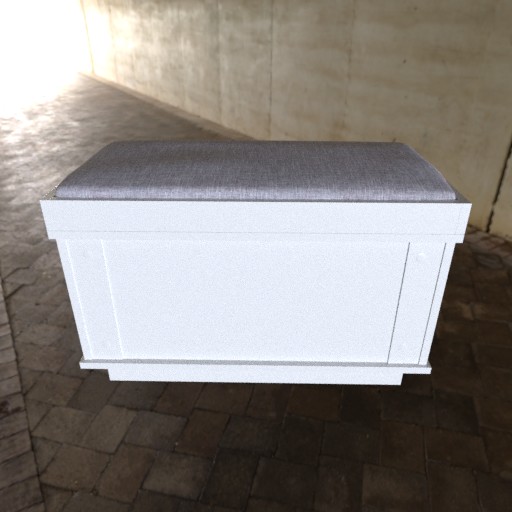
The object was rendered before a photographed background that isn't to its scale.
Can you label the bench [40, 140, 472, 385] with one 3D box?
[{"bbox_3d":[0.000,0.000,1.006,0.734,0.461,0.362,1,28,1],"label":"bench"}]
